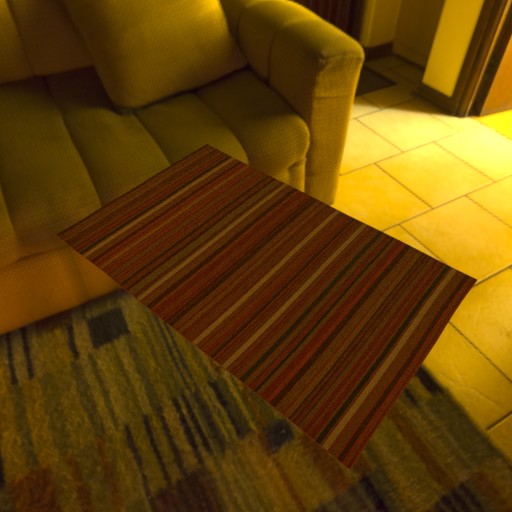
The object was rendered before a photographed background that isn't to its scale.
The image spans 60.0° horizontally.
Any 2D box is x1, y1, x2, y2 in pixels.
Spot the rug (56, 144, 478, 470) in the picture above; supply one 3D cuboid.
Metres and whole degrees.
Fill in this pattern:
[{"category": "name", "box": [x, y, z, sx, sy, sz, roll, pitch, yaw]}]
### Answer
[{"category": "rug", "box": [0.000, 0.000, 2.987, 2.438, 0.008, 1.523, 32, 54, 27]}]
